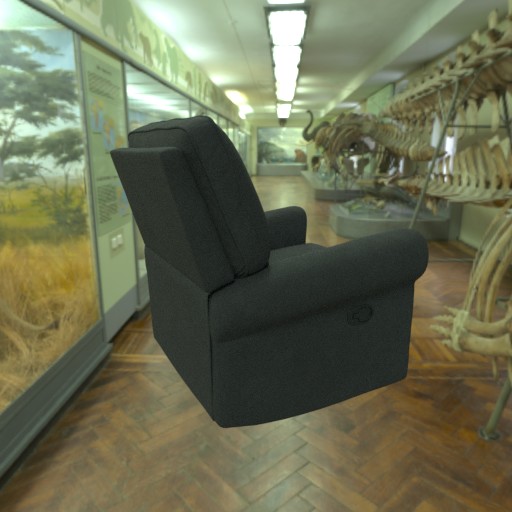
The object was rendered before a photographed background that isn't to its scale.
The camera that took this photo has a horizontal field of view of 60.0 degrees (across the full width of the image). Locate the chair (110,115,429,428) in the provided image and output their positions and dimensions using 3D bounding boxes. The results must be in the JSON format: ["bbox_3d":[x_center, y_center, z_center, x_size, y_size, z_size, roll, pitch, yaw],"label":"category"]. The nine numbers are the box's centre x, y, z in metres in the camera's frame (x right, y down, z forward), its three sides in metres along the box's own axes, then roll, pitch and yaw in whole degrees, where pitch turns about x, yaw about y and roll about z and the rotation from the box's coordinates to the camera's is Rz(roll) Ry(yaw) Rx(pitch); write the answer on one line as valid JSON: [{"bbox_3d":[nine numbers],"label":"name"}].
[{"bbox_3d":[0.000,0.000,1.649,0.878,0.961,0.890,-7,15,-26],"label":"chair"}]
